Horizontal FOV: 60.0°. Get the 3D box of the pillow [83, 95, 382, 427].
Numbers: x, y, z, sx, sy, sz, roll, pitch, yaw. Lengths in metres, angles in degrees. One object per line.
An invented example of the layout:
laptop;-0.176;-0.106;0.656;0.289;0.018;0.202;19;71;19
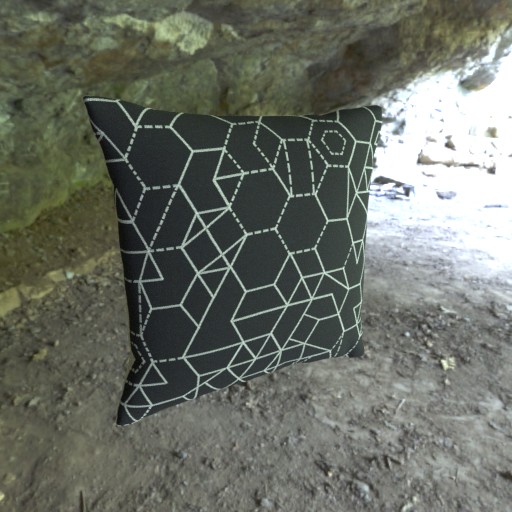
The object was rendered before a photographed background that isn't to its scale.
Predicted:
pillow;0.000;0.000;0.766;0.517;0.508;0.158;-9;19;-27
